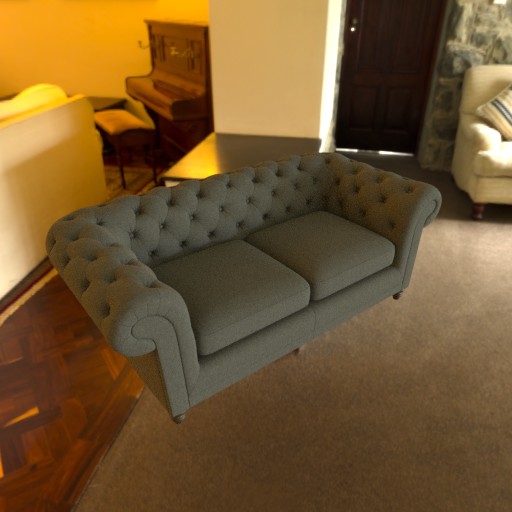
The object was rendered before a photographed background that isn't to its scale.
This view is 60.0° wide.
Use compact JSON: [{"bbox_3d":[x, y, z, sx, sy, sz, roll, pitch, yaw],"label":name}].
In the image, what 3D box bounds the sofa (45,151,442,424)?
[{"bbox_3d":[0.000,0.000,2.490,1.998,0.764,0.986,-21,36,-32],"label":"sofa"}]
